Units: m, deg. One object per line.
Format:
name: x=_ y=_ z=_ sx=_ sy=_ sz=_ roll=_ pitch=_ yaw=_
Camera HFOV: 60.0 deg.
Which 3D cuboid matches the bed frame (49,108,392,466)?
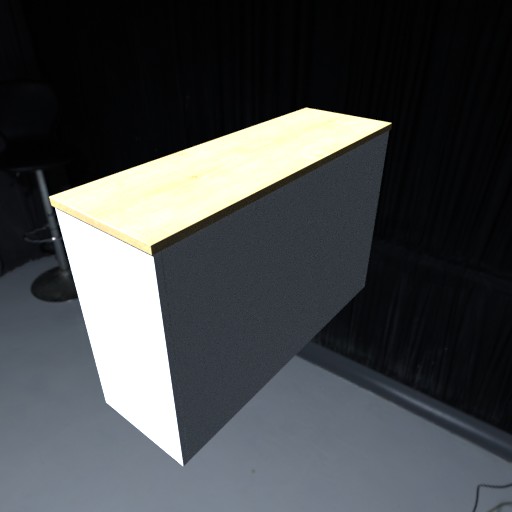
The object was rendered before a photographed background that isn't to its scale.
bed frame: x=0.000 y=0.000 z=1.768 sx=0.430 sy=0.850 sz=1.300 roll=23 pitch=38 yaw=32
